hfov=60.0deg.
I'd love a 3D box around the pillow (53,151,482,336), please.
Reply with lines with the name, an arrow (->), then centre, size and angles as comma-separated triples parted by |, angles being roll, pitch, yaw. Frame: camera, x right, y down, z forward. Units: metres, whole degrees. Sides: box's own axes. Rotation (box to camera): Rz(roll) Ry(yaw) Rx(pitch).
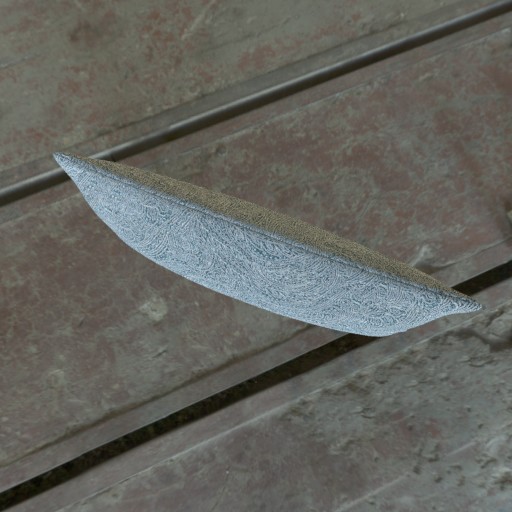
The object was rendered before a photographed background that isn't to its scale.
pillow -> 0.000, 0.000, 0.733 | 0.615, 0.295, 0.151 | 20, 75, 6
